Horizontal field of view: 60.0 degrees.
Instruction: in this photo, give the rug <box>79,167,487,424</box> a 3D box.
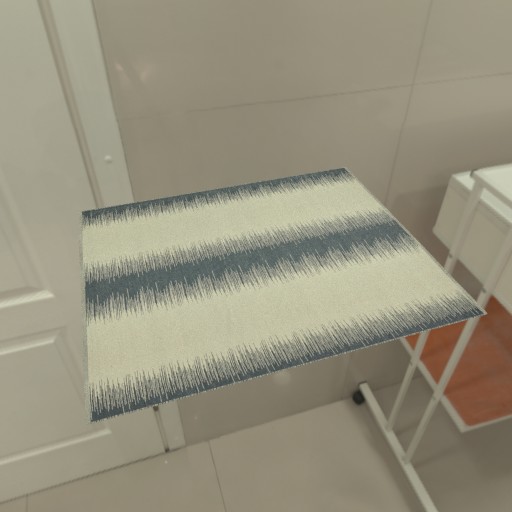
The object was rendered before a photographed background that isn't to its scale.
[{"bbox_3d":[0.000,0.000,4.003,3.037,0.004,2.453,-12,42,-14],"label":"rug"}]
